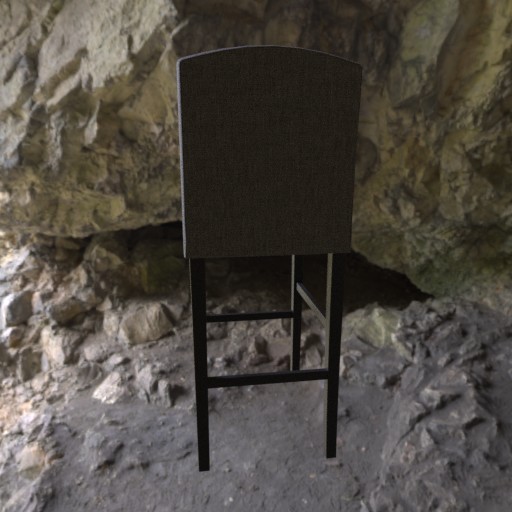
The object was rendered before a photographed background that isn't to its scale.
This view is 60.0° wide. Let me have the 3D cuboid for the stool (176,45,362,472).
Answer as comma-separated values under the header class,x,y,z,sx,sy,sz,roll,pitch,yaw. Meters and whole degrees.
class,x,y,z,sx,sy,sz,roll,pitch,yaw
stool,0.000,0.000,1.415,0.451,1.138,0.552,-2,14,-8
